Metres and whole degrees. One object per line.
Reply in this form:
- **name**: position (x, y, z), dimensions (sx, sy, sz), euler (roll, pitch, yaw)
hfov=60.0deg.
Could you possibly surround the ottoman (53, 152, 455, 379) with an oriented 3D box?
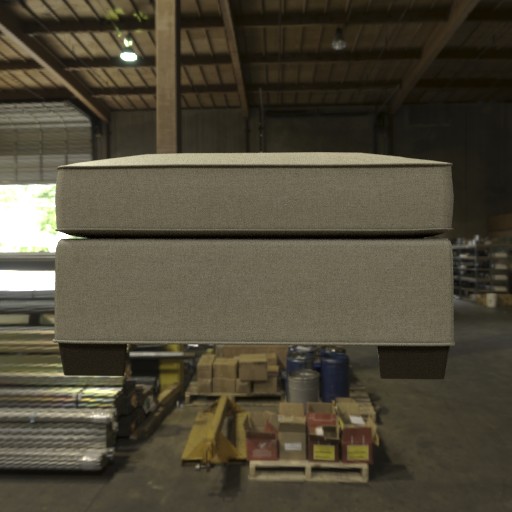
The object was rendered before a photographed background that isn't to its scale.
- **ottoman**: position (0.000, 0.000, 1.215), dimensions (0.843, 0.504, 0.619), euler (0, 1, 2)
